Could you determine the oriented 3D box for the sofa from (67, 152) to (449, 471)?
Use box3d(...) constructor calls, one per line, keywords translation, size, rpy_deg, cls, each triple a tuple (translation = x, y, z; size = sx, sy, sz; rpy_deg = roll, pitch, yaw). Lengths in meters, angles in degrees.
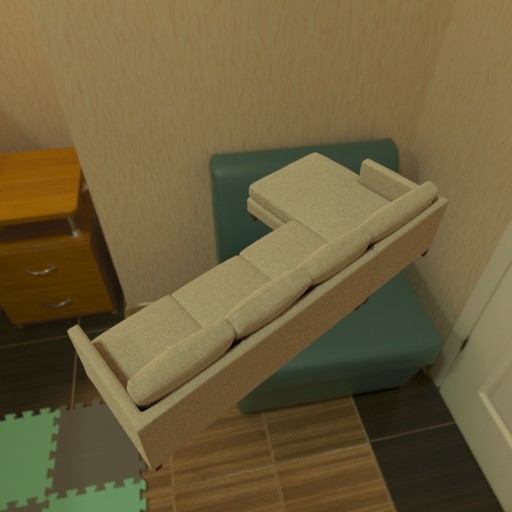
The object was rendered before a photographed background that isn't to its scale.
box3d(translation=(0.000, 0.000, 3.804), size=(3.186, 0.846, 1.625), rpy_deg=(-32, 53, -28), cls="sofa")
